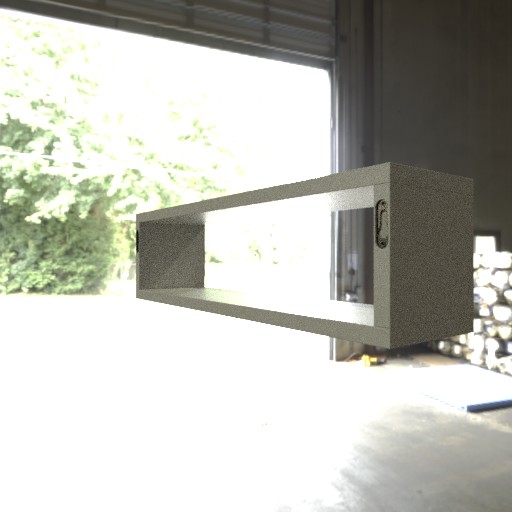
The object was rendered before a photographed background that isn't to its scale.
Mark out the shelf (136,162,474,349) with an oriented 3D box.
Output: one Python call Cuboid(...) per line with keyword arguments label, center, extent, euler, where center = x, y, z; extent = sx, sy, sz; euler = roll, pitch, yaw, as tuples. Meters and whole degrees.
Cuboid(label="shelf", center=(0.000, 0.000, 0.692), extent=(0.150, 0.170, 0.610), euler=(0, 0, -37))
